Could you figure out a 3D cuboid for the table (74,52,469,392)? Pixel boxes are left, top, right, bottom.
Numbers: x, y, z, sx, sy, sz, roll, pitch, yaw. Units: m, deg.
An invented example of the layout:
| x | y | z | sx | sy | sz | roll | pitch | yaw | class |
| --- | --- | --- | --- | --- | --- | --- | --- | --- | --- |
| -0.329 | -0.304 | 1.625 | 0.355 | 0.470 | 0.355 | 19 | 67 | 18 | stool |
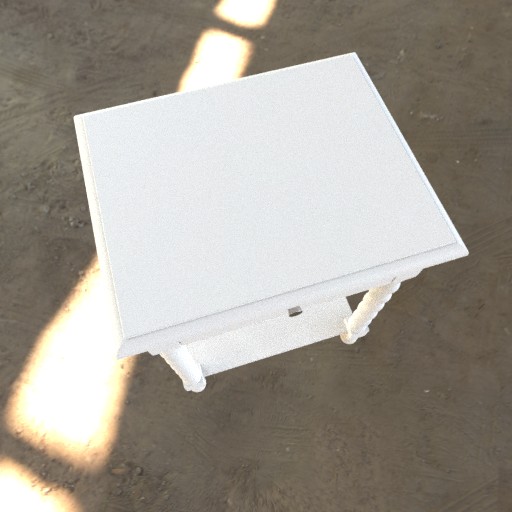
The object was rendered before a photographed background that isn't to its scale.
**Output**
| x | y | z | sx | sy | sz | roll | pitch | yaw | class |
| --- | --- | --- | --- | --- | --- | --- | --- | --- | --- |
| 0.000 | 0.000 | 0.848 | 0.460 | 0.531 | 0.381 | -16 | 66 | -7 | table |
